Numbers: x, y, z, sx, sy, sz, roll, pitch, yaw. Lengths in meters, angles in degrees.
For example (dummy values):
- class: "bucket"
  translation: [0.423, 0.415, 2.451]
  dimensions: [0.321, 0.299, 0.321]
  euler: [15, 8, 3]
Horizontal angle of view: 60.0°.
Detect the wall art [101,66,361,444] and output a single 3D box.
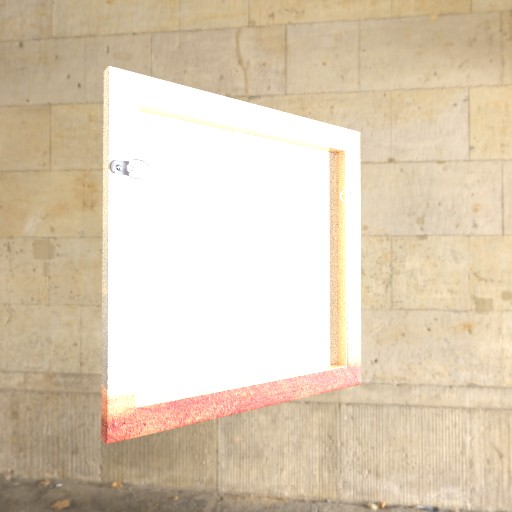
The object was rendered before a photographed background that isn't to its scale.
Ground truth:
- class: "wall art"
  translation: [0.000, 0.000, 1.126]
  dimensions: [0.760, 0.760, 0.042]
  euler: [1, -1, -36]
